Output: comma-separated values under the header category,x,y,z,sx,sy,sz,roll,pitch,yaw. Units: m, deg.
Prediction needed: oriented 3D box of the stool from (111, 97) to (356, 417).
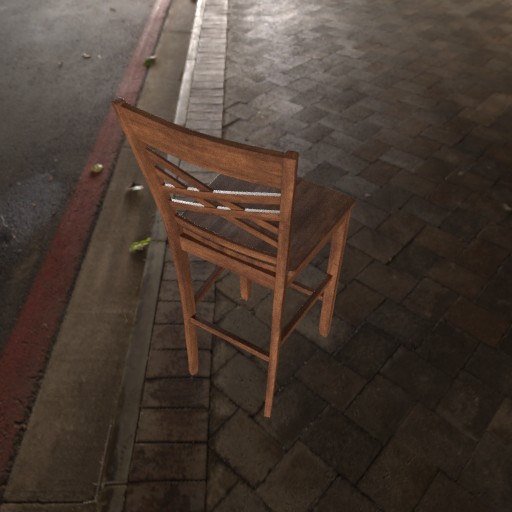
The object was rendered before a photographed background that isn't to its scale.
category,x,y,z,sx,sy,sz,roll,pitch,yaw
stool,0.000,0.000,1.378,0.433,1.105,0.487,23,50,21
